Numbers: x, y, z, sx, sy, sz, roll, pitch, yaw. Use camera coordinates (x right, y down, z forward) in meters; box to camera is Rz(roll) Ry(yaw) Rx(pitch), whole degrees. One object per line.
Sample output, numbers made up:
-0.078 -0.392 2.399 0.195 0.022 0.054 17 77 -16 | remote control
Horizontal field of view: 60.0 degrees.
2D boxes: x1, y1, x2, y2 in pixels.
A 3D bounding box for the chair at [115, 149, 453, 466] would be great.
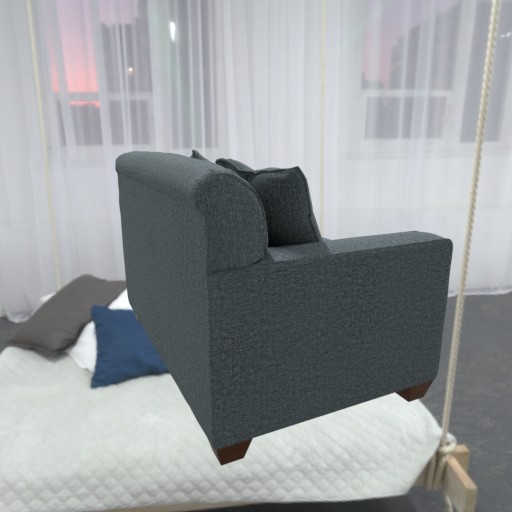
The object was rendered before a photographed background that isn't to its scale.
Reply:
0.000 0.000 2.033 1.000 0.948 1.383 -7 17 -25 | chair
